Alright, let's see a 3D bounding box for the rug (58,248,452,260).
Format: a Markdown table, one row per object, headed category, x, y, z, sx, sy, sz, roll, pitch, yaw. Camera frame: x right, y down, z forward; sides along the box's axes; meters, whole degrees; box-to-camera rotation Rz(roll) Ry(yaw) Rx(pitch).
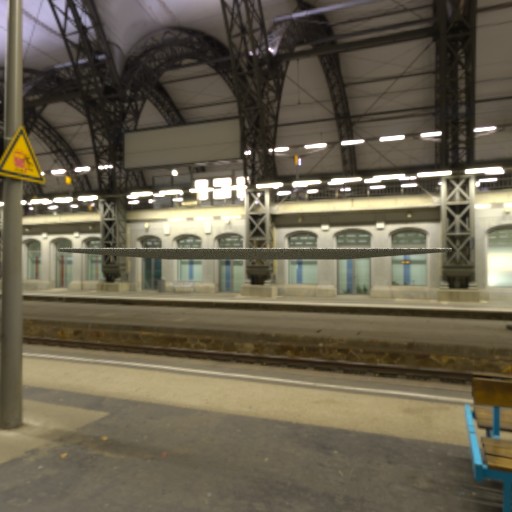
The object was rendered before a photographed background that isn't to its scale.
| category | x | y | z | sx | sy | sz | roll | pitch | yaw |
| --- | --- | --- | --- | --- | --- | --- | --- | --- | --- |
| rug | 0.000 | 0.000 | 2.805 | 1.543 | 0.015 | 2.144 | 0 | -1 | 0 |
